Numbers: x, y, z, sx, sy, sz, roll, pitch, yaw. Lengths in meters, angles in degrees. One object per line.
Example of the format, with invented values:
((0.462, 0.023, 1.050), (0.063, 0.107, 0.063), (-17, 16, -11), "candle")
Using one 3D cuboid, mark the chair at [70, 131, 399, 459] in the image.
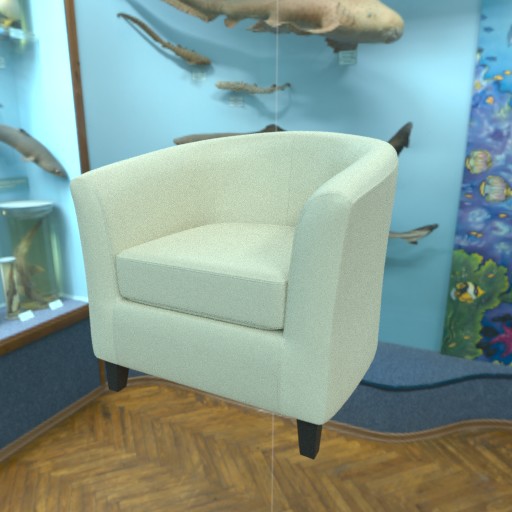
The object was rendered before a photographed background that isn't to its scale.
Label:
((0.000, 0.000, 1.376), (0.792, 0.756, 0.727), (8, 17, 27), "chair")
